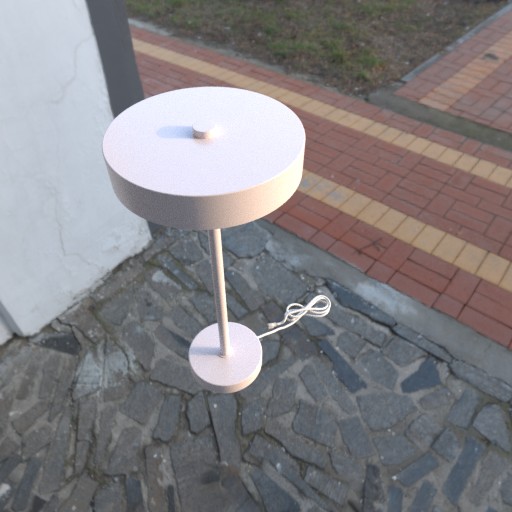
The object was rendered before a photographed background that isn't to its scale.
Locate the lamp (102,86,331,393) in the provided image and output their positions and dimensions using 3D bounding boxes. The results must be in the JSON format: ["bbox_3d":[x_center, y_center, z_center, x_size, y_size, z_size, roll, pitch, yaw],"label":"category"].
[{"bbox_3d":[0.000,0.000,0.709,0.369,0.508,0.229,-26,52,-23],"label":"lamp"}]
